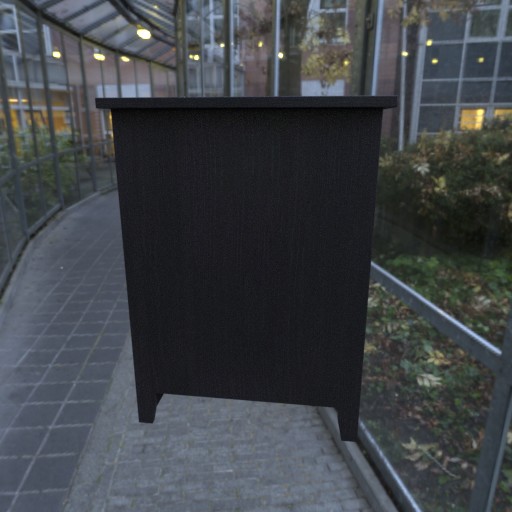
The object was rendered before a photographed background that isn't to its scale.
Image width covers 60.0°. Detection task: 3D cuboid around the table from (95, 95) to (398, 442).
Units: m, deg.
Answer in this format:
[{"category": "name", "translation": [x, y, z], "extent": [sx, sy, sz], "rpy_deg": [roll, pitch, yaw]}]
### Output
[{"category": "table", "translation": [0.000, 0.000, 0.965], "extent": [0.480, 0.635, 0.381], "rpy_deg": [2, 17, 7]}]
